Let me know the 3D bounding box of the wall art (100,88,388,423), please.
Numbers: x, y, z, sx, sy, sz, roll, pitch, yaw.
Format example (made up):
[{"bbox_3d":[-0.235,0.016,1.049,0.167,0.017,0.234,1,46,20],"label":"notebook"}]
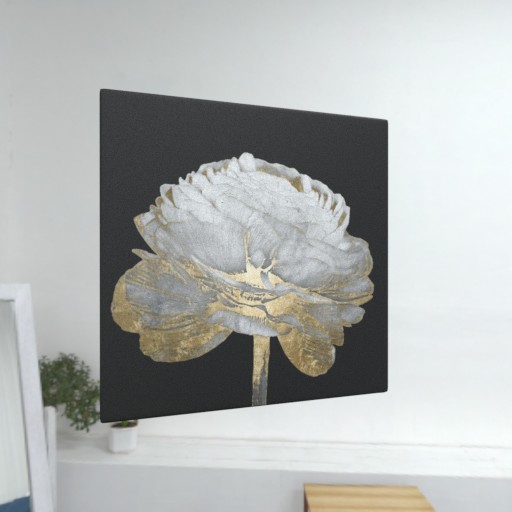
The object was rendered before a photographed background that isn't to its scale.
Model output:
[{"bbox_3d":[0.000,0.000,0.919,0.610,0.611,0.043,0,0,-18],"label":"wall art"}]
